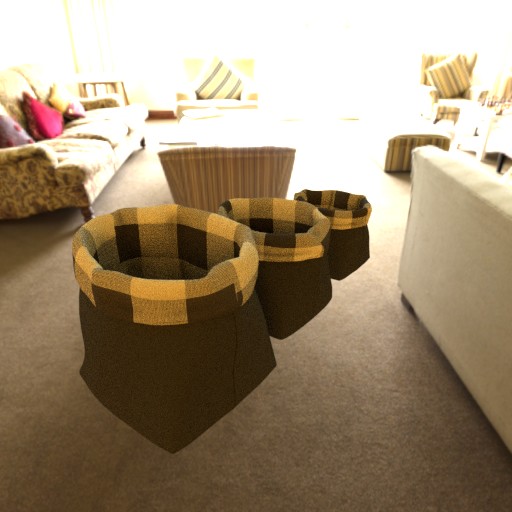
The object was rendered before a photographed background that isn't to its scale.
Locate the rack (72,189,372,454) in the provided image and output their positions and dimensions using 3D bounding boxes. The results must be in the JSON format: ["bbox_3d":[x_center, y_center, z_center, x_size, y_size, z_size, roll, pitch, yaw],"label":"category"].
[{"bbox_3d":[0.000,0.000,1.083,0.370,0.329,0.889,21,35,33],"label":"rack"}]
